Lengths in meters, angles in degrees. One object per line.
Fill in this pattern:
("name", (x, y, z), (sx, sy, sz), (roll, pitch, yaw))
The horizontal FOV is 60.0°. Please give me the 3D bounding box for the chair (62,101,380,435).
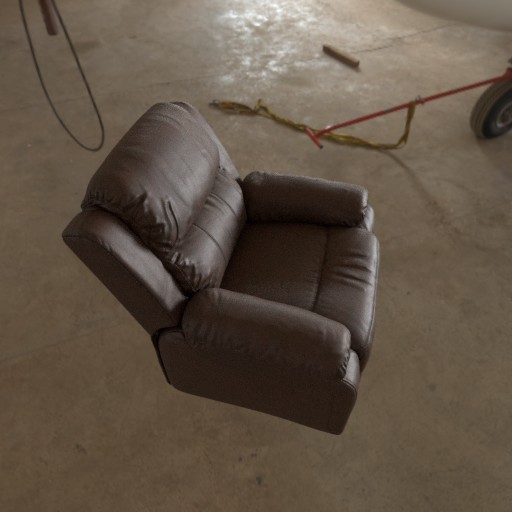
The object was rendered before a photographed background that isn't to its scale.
("chair", (0.000, 0.000, 1.246), (0.707, 0.702, 0.680), (10, 47, 10))
